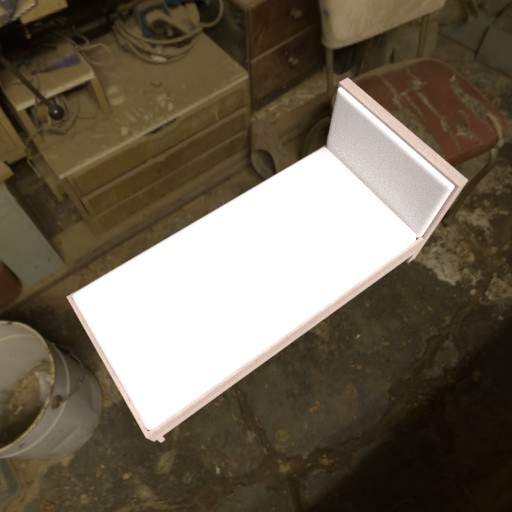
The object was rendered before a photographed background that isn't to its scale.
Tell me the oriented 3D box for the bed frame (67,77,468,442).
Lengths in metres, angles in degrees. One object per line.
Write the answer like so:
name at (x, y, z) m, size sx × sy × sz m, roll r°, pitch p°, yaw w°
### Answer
bed frame at (0.000, 0.000, 2.718) m, size 2.140 × 0.920 × 0.990 m, roll -33°, pitch 67°, yaw -16°
